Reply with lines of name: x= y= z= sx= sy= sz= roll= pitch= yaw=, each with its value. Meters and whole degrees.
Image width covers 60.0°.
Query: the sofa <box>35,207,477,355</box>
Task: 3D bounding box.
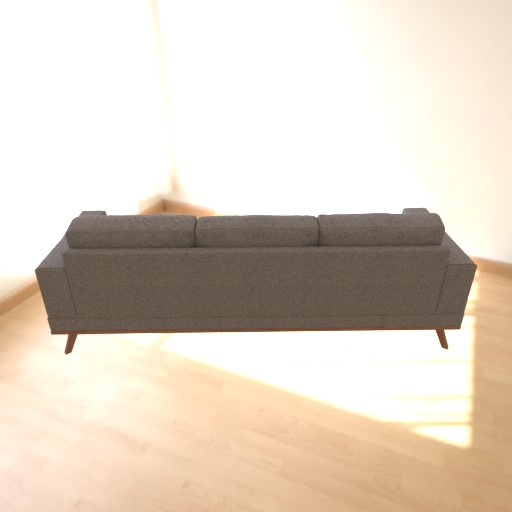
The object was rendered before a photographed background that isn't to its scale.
sofa: x=0.000 y=0.000 z=2.760 sx=2.310 sy=0.810 sz=0.920 roll=-1 pitch=30 yaw=-1
